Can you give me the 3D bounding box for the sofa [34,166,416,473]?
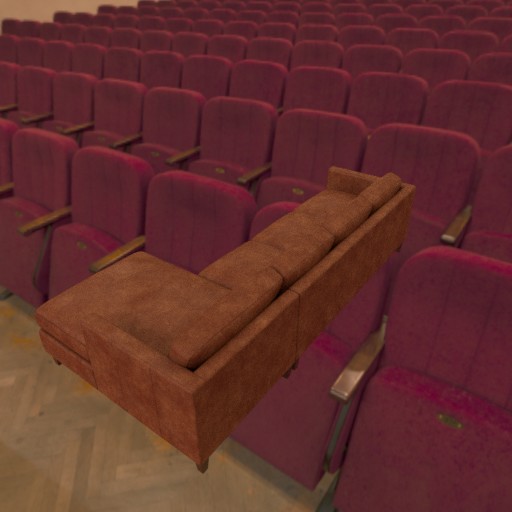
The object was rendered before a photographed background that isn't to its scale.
[{"bbox_3d":[0.000,0.000,3.817,1.581,0.883,3.203,21,38,30],"label":"sofa"}]
